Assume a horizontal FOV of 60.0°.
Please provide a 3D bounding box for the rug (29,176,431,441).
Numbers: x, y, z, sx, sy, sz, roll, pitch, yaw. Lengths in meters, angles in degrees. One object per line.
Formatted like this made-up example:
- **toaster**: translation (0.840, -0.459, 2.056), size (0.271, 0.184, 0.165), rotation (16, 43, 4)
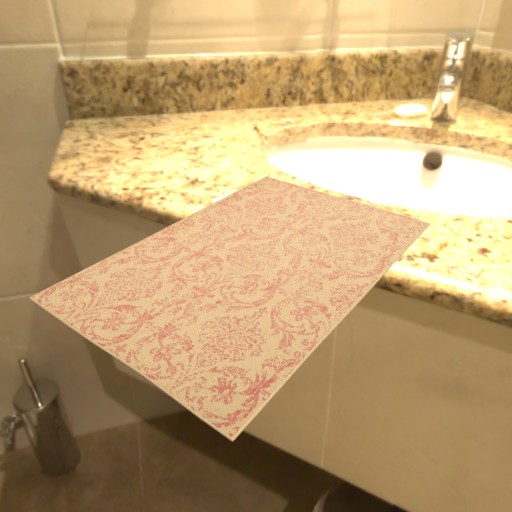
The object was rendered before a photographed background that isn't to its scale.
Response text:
- **rug**: translation (0.000, 0.000, 3.486), size (1.819, 0.018, 2.746), rotation (22, 38, 31)
